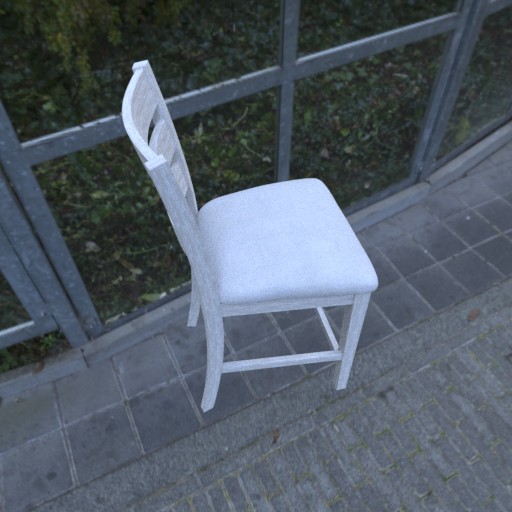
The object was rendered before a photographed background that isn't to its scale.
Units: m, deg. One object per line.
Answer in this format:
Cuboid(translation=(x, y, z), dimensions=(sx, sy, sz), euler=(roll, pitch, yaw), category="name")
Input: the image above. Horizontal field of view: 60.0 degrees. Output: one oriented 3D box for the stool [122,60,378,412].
Cuboid(translation=(0.000, 0.000, 1.319), dimensions=(0.569, 1.032, 0.484), euler=(-10, 47, -10), category="stool")
